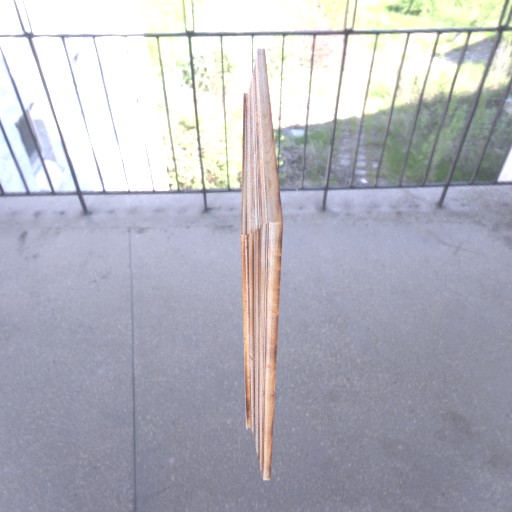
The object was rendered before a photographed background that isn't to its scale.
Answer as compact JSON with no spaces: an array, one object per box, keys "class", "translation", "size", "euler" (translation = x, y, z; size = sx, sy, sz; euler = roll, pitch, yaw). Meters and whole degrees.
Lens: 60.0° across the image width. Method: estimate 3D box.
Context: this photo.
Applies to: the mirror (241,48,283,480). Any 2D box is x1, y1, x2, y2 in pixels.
[{"class":"mirror","translation":[0.000,0.000,1.165],"size":[0.061,0.804,0.804],"euler":[-1,40,-1]}]
